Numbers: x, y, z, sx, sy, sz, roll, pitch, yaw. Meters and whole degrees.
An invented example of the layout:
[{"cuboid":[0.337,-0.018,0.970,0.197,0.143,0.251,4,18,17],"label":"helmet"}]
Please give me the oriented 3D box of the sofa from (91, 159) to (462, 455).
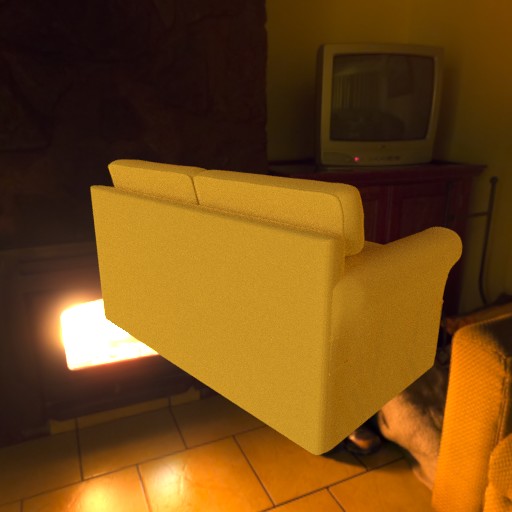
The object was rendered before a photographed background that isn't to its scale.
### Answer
[{"cuboid":[0.000,0.000,2.308,0.991,0.940,1.727,-16,23,-42],"label":"sofa"}]
